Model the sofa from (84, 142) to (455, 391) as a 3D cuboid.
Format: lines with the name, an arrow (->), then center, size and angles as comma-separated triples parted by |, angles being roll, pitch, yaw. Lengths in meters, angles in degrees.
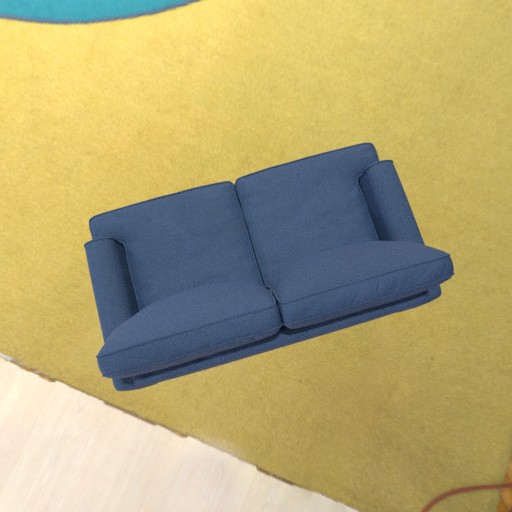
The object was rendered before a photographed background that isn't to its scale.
sofa -> 0.000, 0.000, 2.302 | 1.651, 0.965, 0.965 | -16, 78, -3
